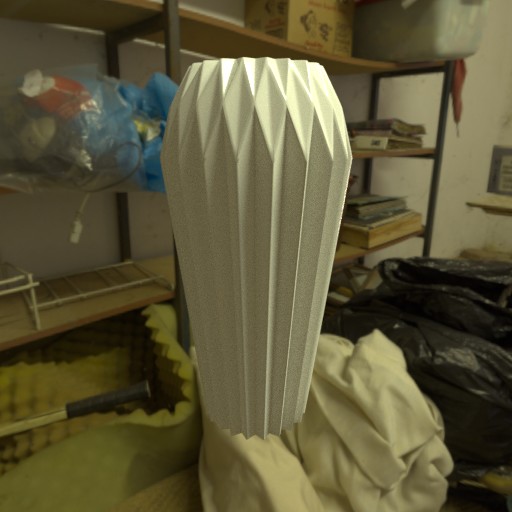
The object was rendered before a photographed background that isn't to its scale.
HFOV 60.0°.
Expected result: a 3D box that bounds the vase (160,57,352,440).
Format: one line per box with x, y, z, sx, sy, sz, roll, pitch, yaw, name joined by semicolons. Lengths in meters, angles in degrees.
0.000;0.000;0.333;0.133;0.263;0.133;0;16;0;vase
